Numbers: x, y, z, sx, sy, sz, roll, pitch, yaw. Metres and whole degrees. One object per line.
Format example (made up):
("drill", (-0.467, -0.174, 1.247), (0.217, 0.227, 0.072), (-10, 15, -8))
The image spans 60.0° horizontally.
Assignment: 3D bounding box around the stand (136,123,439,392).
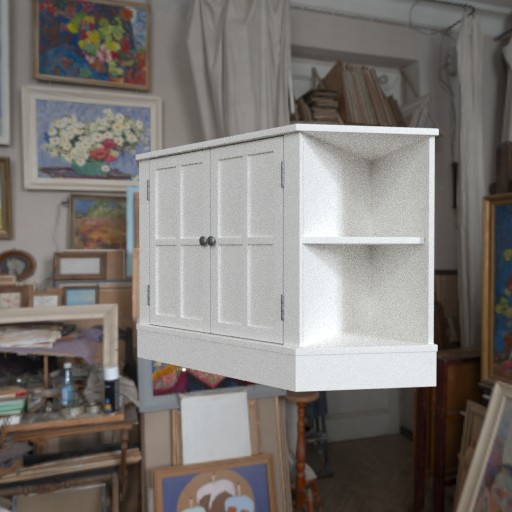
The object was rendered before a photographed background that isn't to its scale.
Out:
("stand", (0.000, 0.000, 1.370), (1.072, 0.614, 0.477), (1, 1, 36))
